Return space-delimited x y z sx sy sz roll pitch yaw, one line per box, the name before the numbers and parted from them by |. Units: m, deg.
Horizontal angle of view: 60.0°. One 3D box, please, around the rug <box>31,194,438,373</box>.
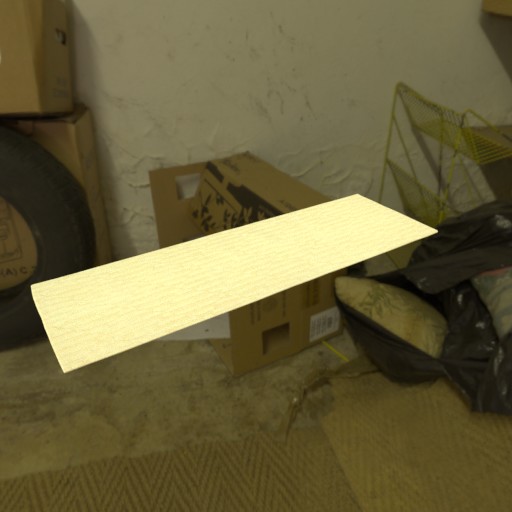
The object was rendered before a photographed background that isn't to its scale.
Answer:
rug | 0.000 0.000 2.715 2.450 0.014 0.793 -18 35 -28
